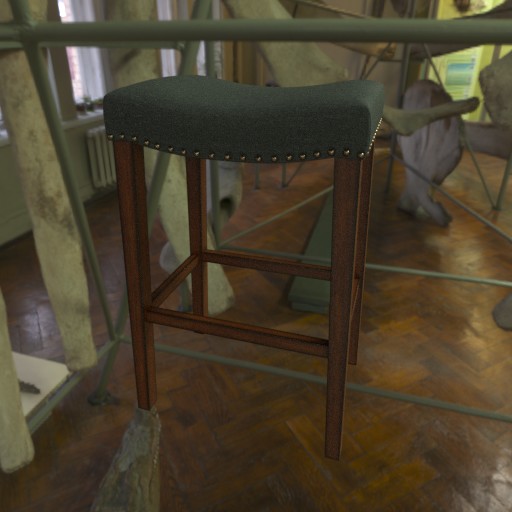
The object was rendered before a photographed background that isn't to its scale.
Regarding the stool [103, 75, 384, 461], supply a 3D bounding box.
[{"bbox_3d":[0.000,0.000,1.027,0.502,0.760,0.366,8,28,16],"label":"stool"}]
